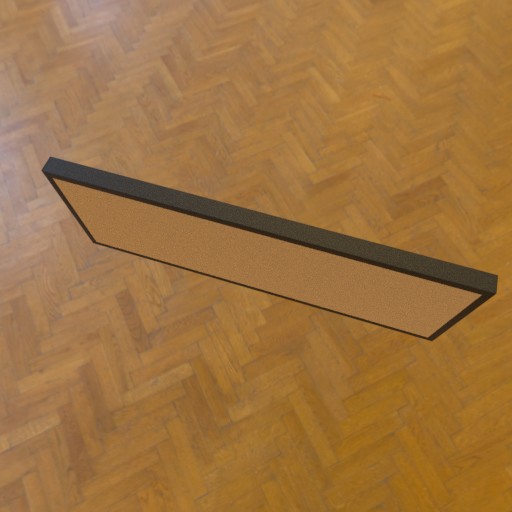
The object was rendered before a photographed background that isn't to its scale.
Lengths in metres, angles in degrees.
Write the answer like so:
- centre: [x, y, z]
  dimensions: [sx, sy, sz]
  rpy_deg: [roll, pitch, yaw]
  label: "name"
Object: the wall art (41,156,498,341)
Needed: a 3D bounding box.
- centre: [0.000, 0.000, 0.947]
  dimensions: [0.860, 0.303, 0.037]
  rpy_deg: [16, 65, 7]
  label: "wall art"
